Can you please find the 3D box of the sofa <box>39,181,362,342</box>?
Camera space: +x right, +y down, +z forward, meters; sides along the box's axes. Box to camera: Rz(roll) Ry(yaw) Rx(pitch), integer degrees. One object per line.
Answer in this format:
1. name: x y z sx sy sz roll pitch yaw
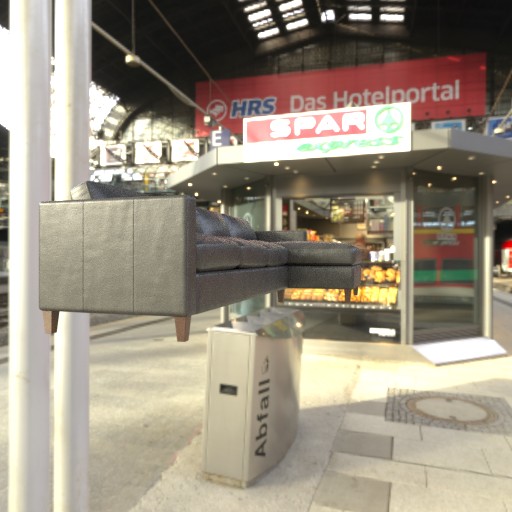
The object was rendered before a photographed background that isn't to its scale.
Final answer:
1. sofa: 0.000 0.000 3.780 1.581 0.883 3.203 0 0 17
